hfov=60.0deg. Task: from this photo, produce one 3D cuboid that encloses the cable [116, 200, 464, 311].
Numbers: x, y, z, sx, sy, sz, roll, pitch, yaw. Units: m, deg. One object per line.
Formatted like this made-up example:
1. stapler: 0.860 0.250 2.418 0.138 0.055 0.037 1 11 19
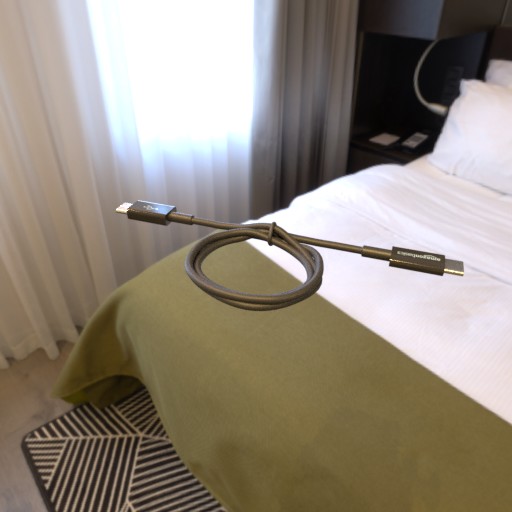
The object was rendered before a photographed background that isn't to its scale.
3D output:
1. cable: 0.000 0.000 0.216 0.192 0.014 0.070 11 35 16
